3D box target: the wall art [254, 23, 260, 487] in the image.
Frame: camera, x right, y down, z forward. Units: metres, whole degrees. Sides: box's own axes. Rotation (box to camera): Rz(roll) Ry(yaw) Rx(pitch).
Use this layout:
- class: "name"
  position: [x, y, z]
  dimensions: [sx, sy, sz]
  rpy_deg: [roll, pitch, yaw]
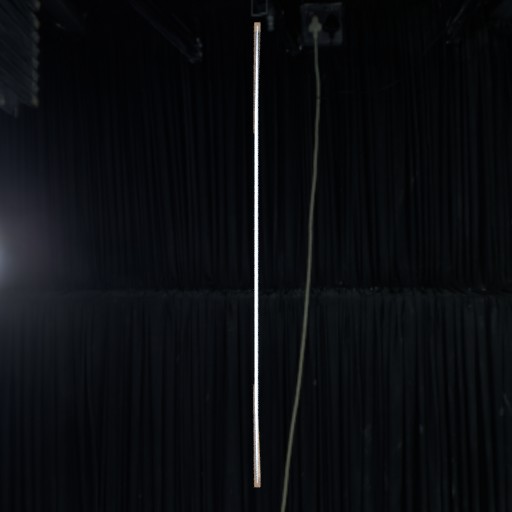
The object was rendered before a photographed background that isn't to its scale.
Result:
- class: "wall art"
  position: [0.000, 0.000, 1.349]
  dimensions: [0.013, 1.016, 0.758]
  rpy_deg: [0, -1, 0]
